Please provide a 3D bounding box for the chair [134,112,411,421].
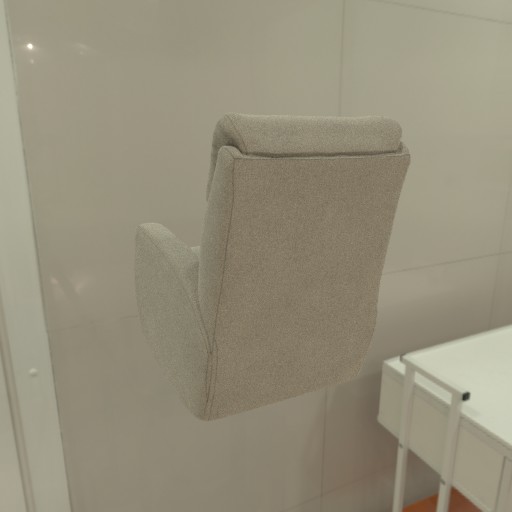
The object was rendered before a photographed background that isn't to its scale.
[{"bbox_3d":[0.000,0.000,1.722,0.794,1.021,0.940,-7,17,-26],"label":"chair"}]
